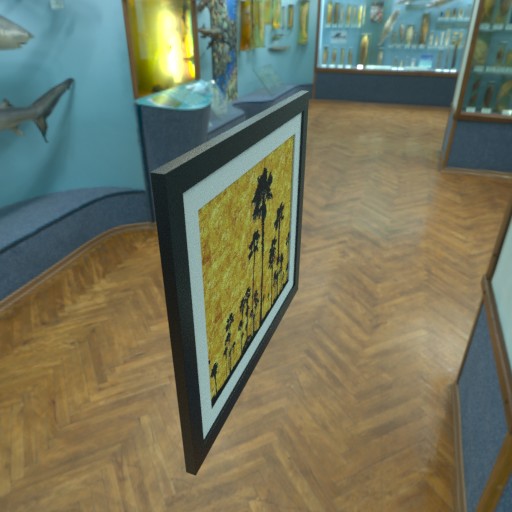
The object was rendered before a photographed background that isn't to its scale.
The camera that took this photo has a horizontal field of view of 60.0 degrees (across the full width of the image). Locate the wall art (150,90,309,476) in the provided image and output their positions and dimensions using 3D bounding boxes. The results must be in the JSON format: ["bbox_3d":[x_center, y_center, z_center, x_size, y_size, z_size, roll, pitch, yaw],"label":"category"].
[{"bbox_3d":[0.000,0.000,0.546,0.012,0.332,0.383,11,31,18],"label":"wall art"}]
